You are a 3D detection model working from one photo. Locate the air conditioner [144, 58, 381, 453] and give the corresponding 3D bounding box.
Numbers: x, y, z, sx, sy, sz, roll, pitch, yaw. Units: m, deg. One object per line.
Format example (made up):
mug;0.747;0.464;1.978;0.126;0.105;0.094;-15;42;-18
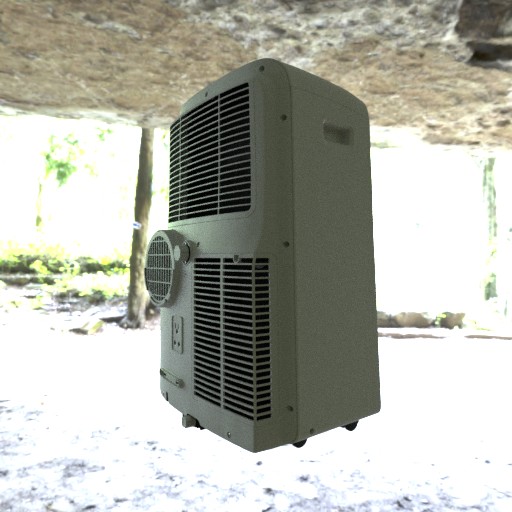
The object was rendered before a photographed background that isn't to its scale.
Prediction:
air conditioner;0.000;0.000;0.969;0.365;0.700;0.454;0;0;-35
